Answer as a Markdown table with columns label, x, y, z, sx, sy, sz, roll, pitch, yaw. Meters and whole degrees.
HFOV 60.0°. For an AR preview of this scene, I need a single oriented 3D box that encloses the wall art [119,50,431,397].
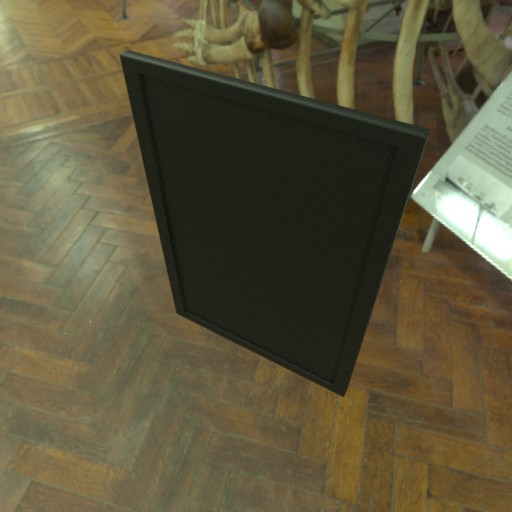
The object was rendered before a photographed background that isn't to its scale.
| label | x | y | z | sx | sy | sz | roll | pitch | yaw |
| --- | --- | --- | --- | --- | --- | --- | --- | --- | --- |
| wall art | 0.000 | 0.000 | 0.546 | 0.303 | 0.431 | 0.013 | 23 | 51 | 20 |
